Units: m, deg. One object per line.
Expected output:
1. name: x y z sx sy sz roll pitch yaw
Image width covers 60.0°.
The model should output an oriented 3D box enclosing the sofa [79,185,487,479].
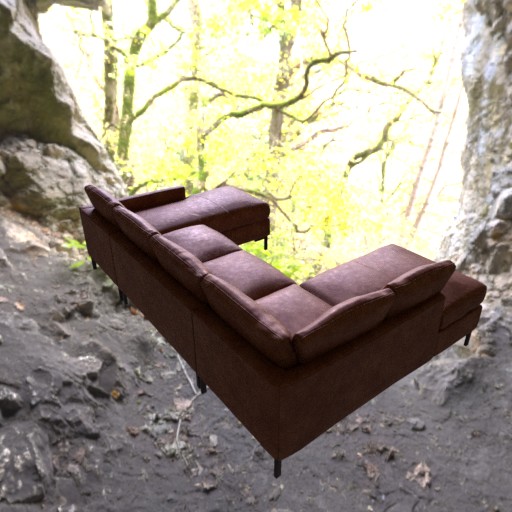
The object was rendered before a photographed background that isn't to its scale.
1. sofa: 0.000 0.000 3.694 1.939 0.900 2.956 -19 34 -32
